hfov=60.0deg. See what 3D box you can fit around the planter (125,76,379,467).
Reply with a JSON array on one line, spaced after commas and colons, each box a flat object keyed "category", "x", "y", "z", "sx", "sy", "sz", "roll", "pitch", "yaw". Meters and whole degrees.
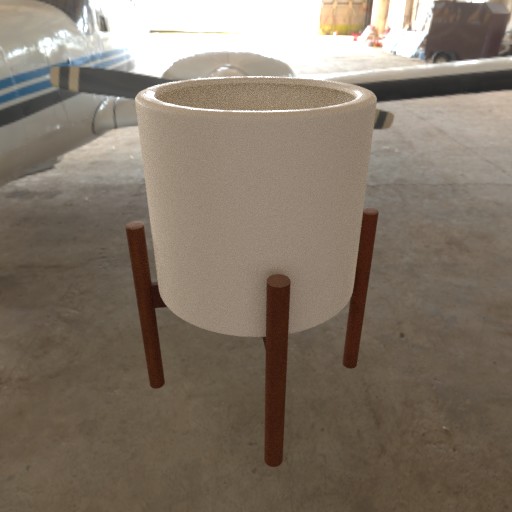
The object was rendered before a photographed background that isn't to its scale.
[{"category": "planter", "x": 0.000, "y": 0.000, "z": 0.506, "sx": 0.224, "sy": 0.358, "sz": 0.224, "roll": 20, "pitch": 34, "yaw": 32}]
